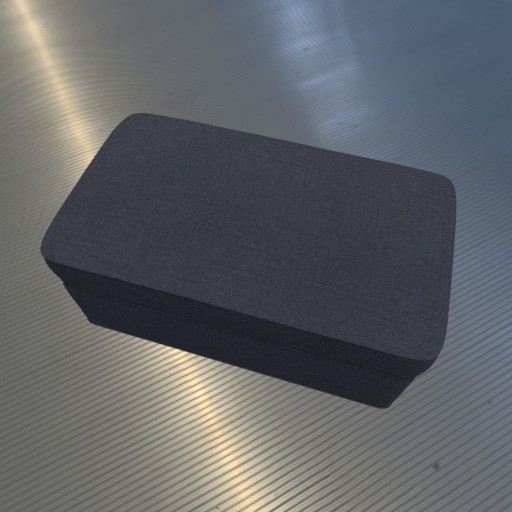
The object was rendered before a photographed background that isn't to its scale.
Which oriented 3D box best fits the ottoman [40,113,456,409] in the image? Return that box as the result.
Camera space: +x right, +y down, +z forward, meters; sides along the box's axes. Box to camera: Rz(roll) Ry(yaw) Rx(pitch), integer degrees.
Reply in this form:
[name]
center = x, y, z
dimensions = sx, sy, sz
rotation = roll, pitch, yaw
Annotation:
[ottoman]
center = 0.000, 0.000, 1.181
dimensions = 0.895, 0.453, 0.505
rotation = 14, 59, 9
